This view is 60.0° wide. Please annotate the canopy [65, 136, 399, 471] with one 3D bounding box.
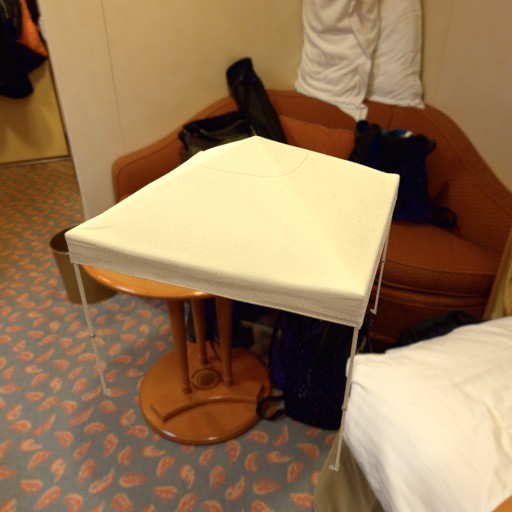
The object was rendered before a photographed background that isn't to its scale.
[{"bbox_3d":[0.000,0.000,5.541,2.998,2.997,2.996,11,32,18],"label":"canopy"}]
